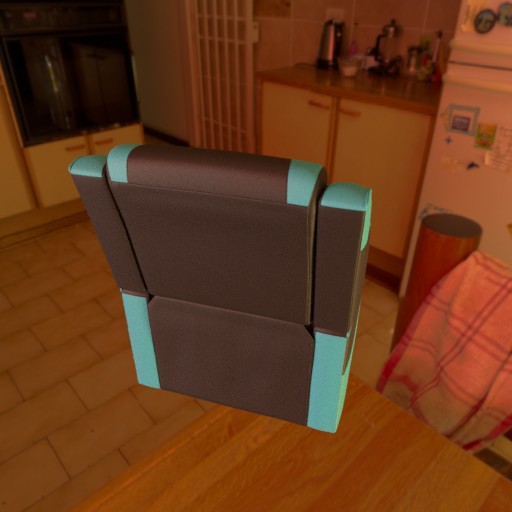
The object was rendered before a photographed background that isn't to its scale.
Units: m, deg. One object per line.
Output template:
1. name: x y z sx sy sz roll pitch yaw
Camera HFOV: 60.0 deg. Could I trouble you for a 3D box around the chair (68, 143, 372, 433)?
1. chair: 0.000 0.000 1.289 0.620 0.805 0.672 9 33 15
